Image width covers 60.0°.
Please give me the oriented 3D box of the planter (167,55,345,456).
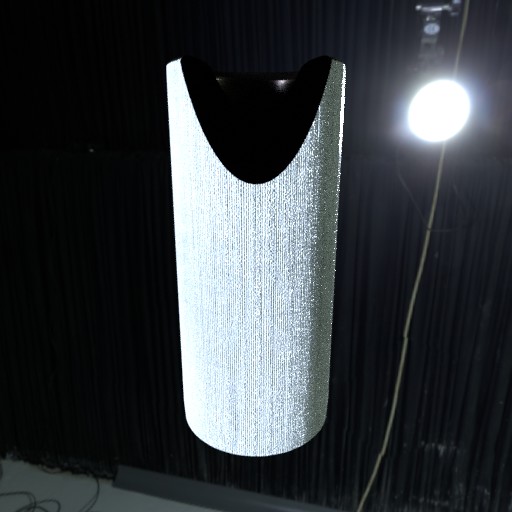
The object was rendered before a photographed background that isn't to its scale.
[{"bbox_3d":[0.000,0.000,0.128,0.045,0.103,0.045,3,17,9],"label":"planter"}]
